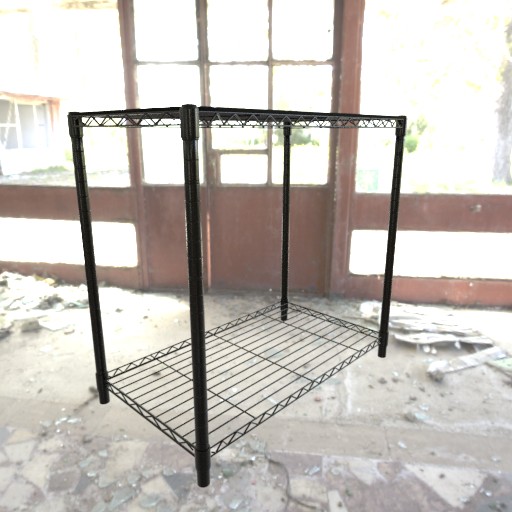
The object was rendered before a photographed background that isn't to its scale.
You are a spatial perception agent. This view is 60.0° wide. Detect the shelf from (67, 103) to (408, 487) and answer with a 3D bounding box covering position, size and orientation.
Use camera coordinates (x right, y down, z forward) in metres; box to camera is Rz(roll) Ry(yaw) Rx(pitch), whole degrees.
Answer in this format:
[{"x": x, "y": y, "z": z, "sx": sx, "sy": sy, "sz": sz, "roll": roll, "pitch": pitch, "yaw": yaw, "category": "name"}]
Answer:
[{"x": 0.000, "y": 0.000, "z": 0.920, "sx": 0.338, "sy": 0.564, "sz": 0.589, "roll": 15, "pitch": 21, "yaw": 42, "category": "shelf"}]
